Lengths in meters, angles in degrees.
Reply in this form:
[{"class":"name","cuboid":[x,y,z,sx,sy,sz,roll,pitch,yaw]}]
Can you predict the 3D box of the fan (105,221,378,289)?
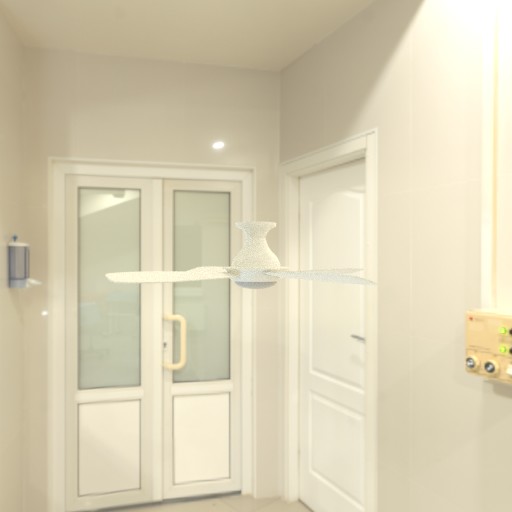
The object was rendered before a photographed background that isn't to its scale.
[{"class":"fan","cuboid":[0.000,0.000,2.565,1.693,0.382,1.694,0,0,-34]}]
